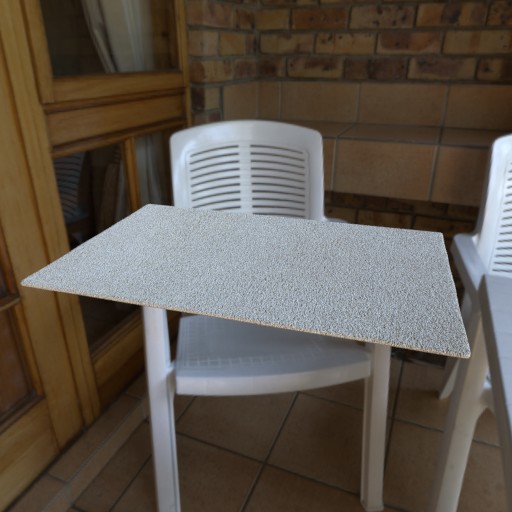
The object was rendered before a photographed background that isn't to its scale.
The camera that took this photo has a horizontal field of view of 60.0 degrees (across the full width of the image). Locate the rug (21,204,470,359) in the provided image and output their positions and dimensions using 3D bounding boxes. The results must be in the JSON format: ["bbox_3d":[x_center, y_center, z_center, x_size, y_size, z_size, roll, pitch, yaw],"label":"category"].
[{"bbox_3d":[0.000,0.000,2.942,2.438,0.030,1.524,7,26,15],"label":"rug"}]
